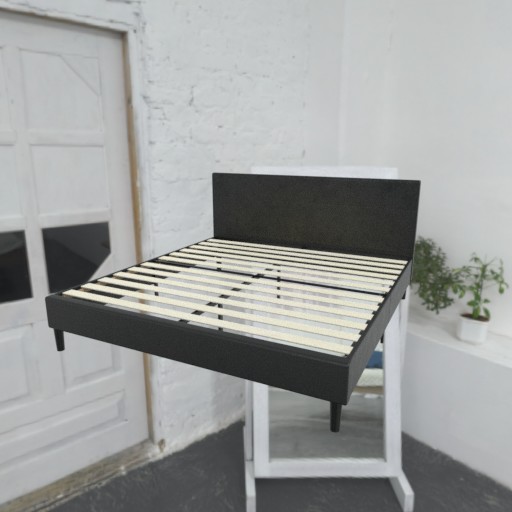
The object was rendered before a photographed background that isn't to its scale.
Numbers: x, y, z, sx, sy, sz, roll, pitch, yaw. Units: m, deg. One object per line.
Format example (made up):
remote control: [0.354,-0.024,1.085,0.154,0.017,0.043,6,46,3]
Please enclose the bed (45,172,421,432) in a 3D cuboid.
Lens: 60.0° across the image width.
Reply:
bed: [0.000,0.000,3.347,2.018,1.046,2.152,7,16,26]
